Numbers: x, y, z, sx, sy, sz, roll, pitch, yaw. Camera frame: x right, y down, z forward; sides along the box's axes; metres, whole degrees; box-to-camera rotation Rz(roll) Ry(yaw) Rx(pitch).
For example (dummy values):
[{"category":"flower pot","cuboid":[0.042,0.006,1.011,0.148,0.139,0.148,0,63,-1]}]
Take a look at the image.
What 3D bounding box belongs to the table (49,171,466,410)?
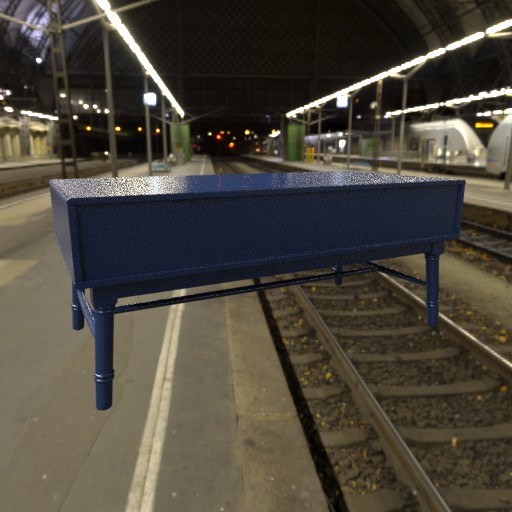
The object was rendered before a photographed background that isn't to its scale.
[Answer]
[{"category":"table","cuboid":[0.000,0.000,1.337,1.067,0.457,0.572,-7,15,-27]}]
